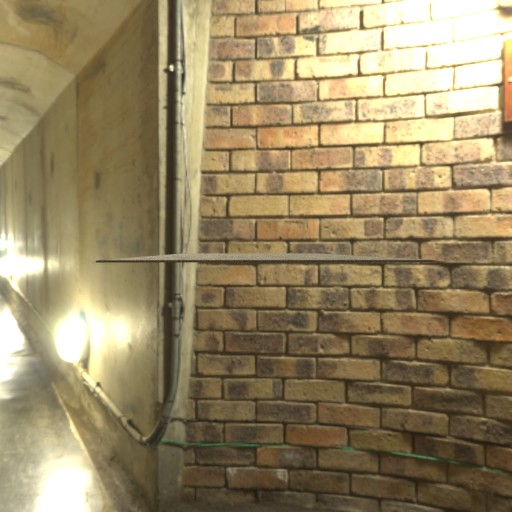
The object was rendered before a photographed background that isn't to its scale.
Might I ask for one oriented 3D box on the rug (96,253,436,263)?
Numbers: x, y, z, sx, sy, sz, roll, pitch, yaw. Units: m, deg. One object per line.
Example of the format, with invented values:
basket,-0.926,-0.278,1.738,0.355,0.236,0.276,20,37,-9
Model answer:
rug,0.000,0.000,3.529,1.546,0.011,3.048,0,1,-2
